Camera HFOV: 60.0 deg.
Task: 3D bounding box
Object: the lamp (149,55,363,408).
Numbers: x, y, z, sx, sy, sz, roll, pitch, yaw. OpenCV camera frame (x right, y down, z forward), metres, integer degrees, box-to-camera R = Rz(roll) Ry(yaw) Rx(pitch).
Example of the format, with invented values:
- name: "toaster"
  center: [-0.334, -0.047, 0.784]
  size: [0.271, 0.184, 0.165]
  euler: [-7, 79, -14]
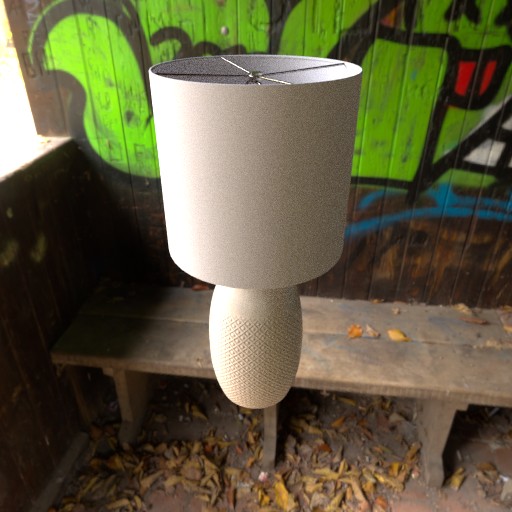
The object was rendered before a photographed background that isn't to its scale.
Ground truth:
- name: "lamp"
  center: [0.000, 0.000, 0.572]
  size: [0.217, 0.453, 0.217]
  euler: [-11, 32, -18]
